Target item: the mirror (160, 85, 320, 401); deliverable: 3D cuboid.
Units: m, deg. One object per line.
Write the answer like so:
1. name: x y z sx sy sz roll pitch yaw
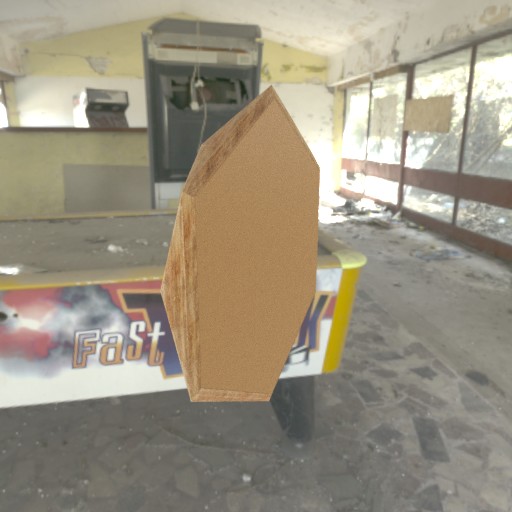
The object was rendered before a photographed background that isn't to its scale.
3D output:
1. mirror: 0.000 0.000 1.080 0.091 0.779 0.675 8 17 26
